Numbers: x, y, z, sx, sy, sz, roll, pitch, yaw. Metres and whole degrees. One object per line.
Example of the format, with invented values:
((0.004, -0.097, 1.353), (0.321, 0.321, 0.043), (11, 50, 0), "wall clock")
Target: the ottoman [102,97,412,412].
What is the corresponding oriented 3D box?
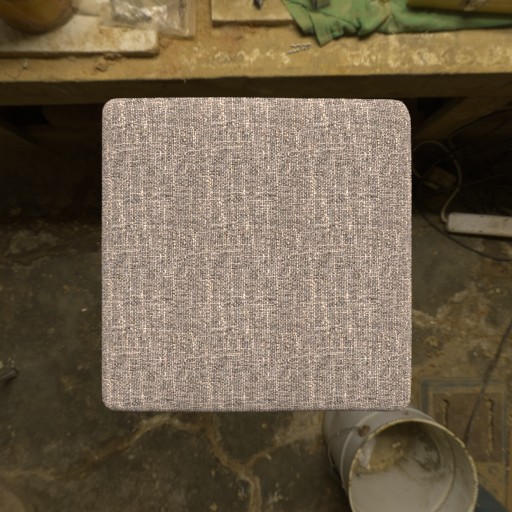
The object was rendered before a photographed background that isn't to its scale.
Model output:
((0.000, 0.000, 0.908), (0.512, 0.453, 0.521), (0, 90, -1), "ottoman")
